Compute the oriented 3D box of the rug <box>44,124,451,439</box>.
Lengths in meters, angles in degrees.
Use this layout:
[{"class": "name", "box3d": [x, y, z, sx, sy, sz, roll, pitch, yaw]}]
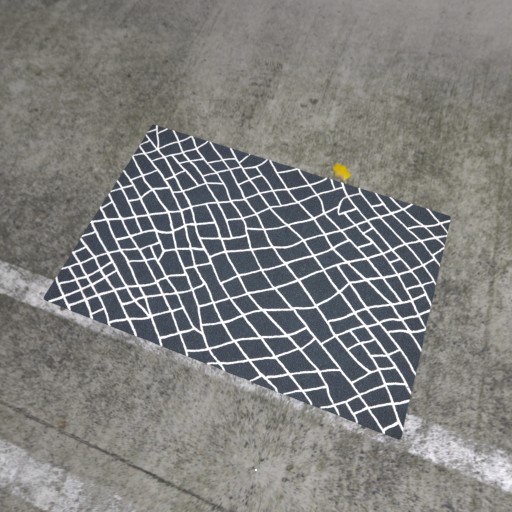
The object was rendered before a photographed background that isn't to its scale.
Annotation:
[{"class": "rug", "box3d": [0.000, 0.000, 2.328, 1.830, 0.013, 1.223, 19, 66, 9]}]
